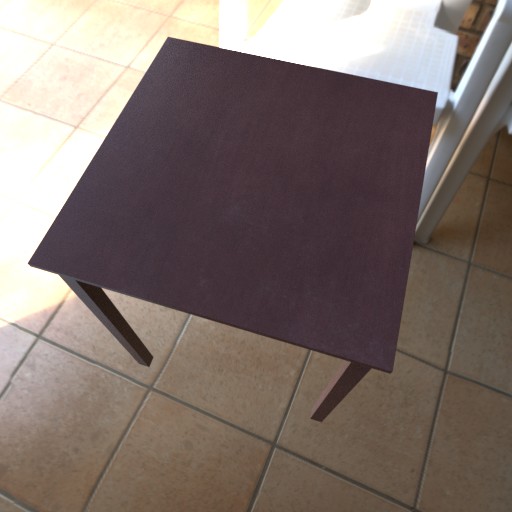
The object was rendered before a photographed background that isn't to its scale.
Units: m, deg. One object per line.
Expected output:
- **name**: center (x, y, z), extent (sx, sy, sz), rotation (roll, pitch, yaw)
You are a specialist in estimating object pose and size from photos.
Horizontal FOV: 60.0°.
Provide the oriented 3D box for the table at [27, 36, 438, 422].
- **table**: center (0.000, 0.000, 1.613), extent (0.861, 0.991, 0.861), rotation (15, 63, 8)
